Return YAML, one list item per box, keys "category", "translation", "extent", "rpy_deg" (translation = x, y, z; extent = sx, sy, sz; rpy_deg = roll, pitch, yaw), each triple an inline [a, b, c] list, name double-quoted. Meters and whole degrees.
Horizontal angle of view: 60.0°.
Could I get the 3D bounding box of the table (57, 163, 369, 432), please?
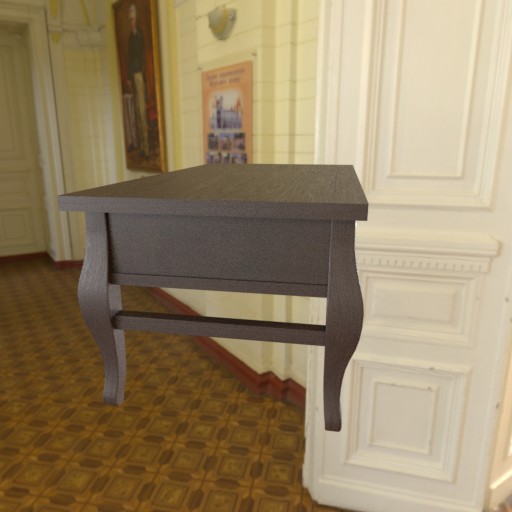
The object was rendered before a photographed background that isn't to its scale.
- category: "table"
  translation: [0.000, 0.000, 1.368]
  extent: [0.600, 0.494, 1.062]
  rpy_deg: [3, 15, 10]
